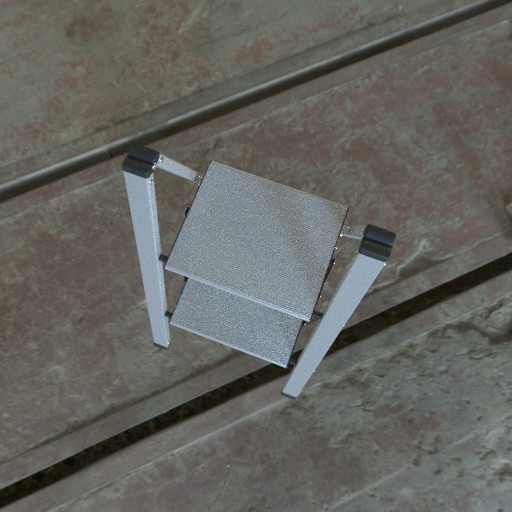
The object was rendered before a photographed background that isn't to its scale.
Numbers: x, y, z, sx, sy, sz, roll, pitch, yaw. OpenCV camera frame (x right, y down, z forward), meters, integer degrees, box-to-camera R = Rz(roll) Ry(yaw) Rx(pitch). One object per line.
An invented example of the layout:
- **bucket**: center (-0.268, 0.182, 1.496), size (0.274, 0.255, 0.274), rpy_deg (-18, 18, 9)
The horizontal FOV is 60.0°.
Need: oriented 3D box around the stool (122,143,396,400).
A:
- **stool**: center (0.000, 0.000, 1.000), size (0.440, 0.670, 0.535), rpy_deg (20, 76, 5)
